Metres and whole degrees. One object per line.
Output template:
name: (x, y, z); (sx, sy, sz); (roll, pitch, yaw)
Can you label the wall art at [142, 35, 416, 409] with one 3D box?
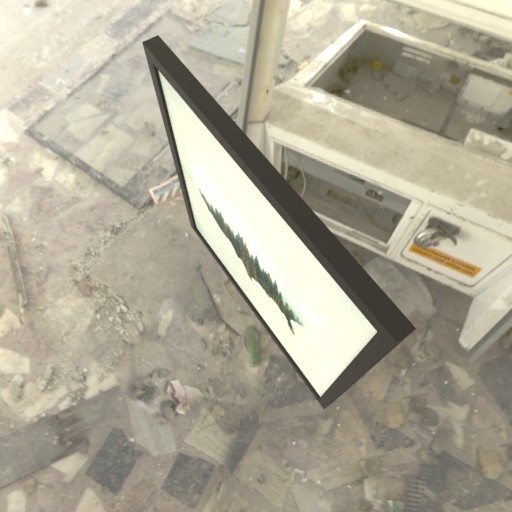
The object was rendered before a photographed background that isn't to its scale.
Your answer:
wall art: (0.000, 0.000, 1.119); (0.038, 0.763, 0.763); (-32, 68, -14)
